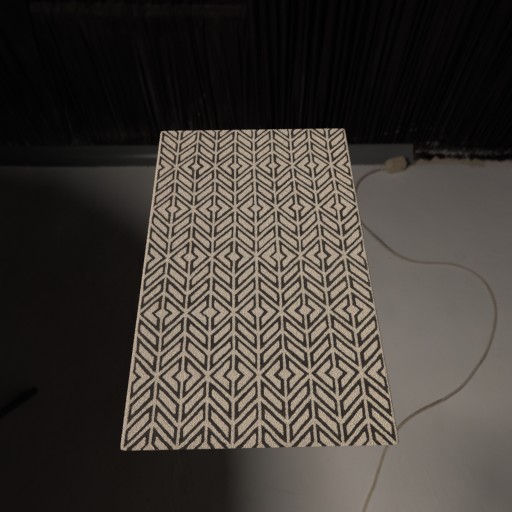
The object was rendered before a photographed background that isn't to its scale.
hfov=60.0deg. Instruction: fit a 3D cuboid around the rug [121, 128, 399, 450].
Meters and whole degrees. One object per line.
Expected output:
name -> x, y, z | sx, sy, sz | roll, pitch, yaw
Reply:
rug -> 0.000, 0.000, 3.044 | 1.523, 0.008, 2.438 | -1, 59, -1
